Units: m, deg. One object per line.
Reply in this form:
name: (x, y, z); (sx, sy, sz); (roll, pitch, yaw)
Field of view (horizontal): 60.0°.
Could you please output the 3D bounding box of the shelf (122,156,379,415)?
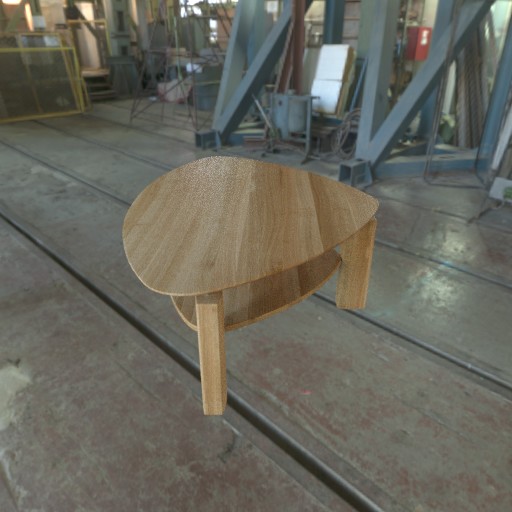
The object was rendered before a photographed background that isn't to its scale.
shelf: (0.000, 0.000, 1.670); (0.863, 0.439, 1.240); (0, 27, 0)
